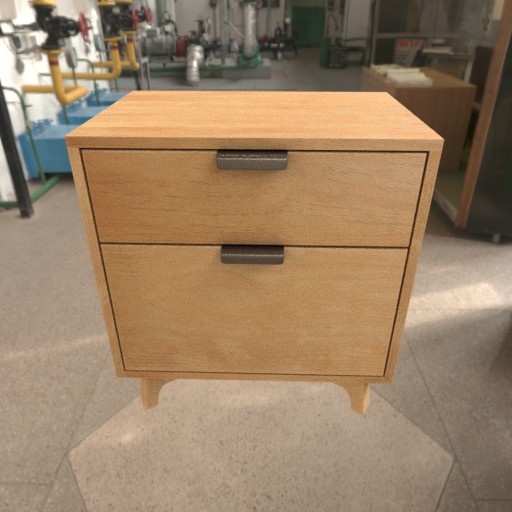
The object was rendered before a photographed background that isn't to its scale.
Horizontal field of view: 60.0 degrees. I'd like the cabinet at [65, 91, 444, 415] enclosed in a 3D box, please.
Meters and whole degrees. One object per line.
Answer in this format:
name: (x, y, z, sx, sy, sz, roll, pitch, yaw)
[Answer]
cabinet: (0.000, 0.000, 0.945, 0.551, 0.599, 0.394, 1, 30, 2)
